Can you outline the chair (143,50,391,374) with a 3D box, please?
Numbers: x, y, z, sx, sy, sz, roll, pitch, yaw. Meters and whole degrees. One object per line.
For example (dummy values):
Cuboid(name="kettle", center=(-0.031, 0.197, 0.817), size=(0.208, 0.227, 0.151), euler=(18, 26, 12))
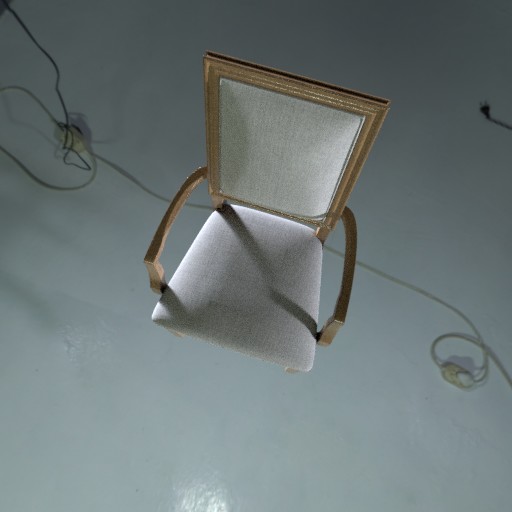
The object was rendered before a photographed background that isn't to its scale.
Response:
Cuboid(name="chair", center=(0.000, 0.000, 1.370), size=(0.606, 0.990, 0.602), euler=(17, 77, 4))
